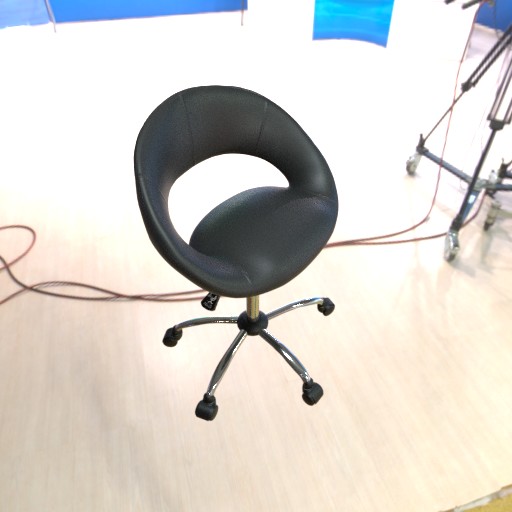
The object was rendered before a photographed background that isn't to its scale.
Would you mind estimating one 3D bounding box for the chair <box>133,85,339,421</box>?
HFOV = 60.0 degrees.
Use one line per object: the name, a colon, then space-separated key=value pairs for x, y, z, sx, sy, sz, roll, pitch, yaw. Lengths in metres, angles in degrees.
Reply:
chair: x=0.000 y=0.000 z=1.194 sx=0.538 sy=0.791 sz=0.612 roll=25 pitch=47 yaw=26
